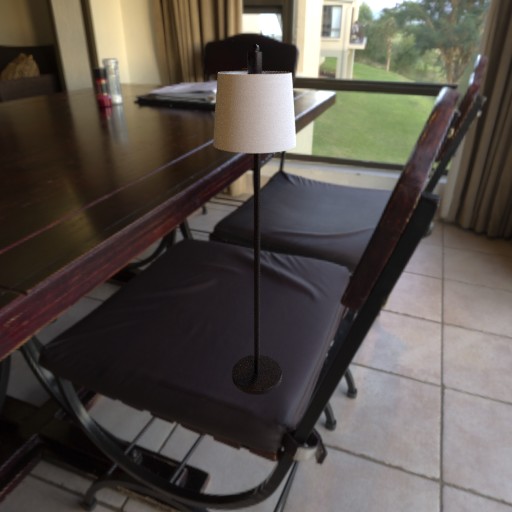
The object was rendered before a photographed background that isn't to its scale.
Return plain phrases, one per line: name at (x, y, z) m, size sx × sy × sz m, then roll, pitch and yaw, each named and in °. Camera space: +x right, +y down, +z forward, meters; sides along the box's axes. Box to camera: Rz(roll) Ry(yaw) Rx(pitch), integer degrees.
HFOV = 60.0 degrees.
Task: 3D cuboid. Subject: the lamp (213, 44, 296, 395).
lamp at (0.000, 0.000, 1.696) m, size 0.254 × 1.478 × 0.508 m, roll 1°, pitch 29°, yaw 2°
